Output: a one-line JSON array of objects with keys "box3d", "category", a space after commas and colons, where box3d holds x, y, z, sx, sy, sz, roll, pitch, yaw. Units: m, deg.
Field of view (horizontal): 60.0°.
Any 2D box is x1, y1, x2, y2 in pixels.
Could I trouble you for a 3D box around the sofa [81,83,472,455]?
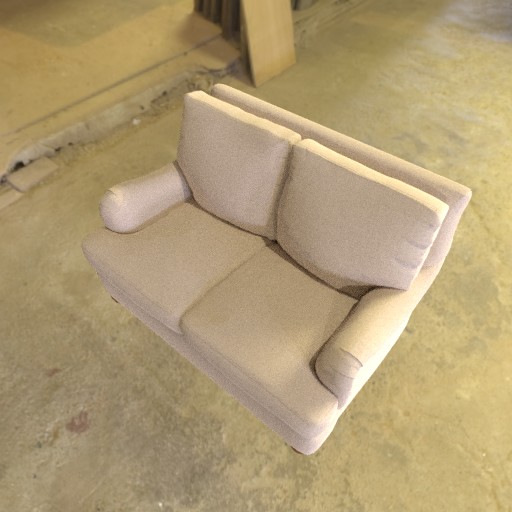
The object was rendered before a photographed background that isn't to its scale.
[{"box3d": [0.000, 0.000, 2.180, 1.508, 1.048, 1.087, 32, 55, 26], "category": "sofa"}]
